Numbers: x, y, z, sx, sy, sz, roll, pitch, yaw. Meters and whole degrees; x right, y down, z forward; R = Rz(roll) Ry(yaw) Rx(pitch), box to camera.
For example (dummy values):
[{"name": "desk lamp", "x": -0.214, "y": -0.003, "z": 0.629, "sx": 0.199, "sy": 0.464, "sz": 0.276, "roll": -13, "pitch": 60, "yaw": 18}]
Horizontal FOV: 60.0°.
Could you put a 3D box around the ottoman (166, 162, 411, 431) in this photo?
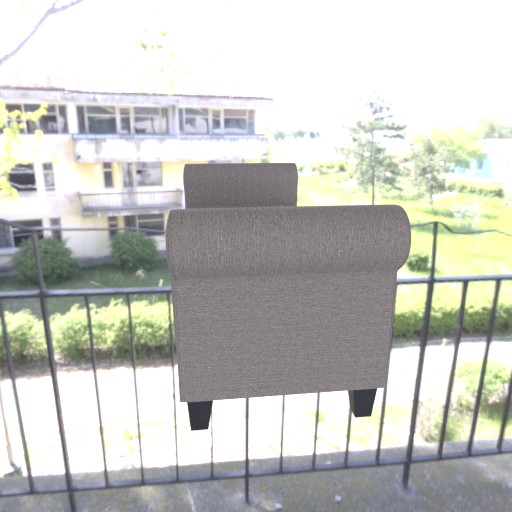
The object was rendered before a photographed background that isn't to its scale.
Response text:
[{"name": "ottoman", "x": 0.000, "y": 0.000, "z": 1.554, "sx": 0.521, "sy": 0.547, "sz": 1.256, "roll": -2, "pitch": 17, "yaw": -7}]
